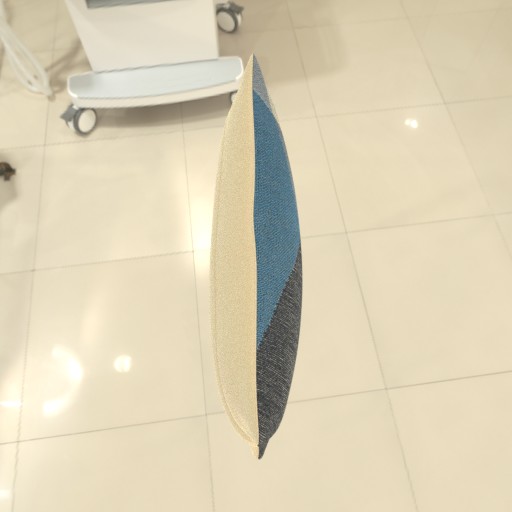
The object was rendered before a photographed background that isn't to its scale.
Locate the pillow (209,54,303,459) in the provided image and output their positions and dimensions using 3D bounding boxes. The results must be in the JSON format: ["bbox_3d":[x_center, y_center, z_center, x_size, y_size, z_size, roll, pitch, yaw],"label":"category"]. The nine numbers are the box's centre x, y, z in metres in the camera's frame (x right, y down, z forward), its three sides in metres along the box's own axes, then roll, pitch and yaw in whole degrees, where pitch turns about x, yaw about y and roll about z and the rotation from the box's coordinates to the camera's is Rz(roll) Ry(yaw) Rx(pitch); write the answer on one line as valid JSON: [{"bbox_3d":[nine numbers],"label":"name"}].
[{"bbox_3d":[0.000,0.000,0.731,0.148,0.307,0.604,-1,64,0],"label":"pillow"}]
